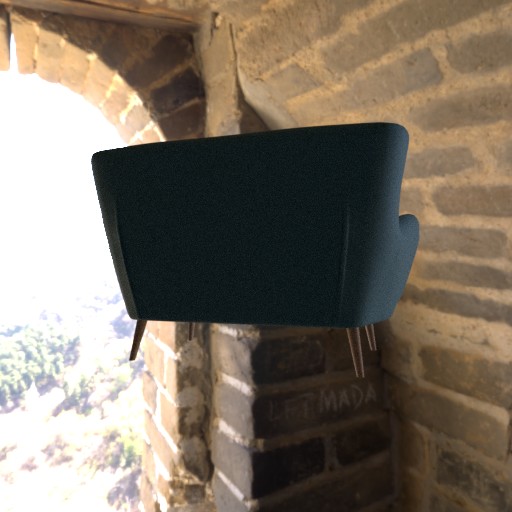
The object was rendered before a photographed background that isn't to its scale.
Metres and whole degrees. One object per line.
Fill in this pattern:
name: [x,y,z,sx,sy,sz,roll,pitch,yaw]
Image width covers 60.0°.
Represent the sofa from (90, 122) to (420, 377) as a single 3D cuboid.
sofa: [0.000,0.000,1.978,1.397,0.889,0.889,-1,-2,18]
